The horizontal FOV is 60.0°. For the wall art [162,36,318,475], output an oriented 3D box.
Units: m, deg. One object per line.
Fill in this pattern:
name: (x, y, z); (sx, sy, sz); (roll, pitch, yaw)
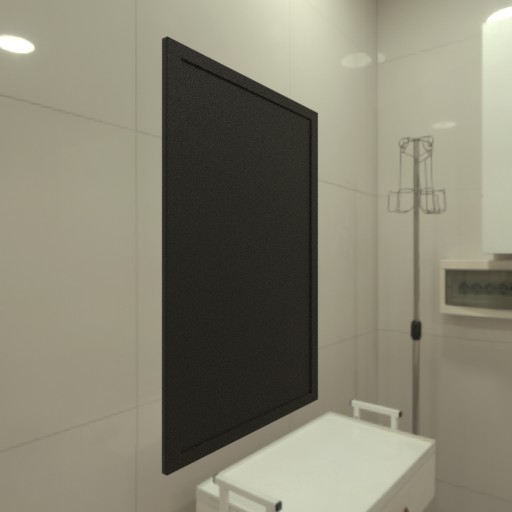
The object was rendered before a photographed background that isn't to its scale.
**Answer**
wall art: (0.000, 0.000, 0.848); (0.012, 0.661, 0.451); (0, 0, 38)
